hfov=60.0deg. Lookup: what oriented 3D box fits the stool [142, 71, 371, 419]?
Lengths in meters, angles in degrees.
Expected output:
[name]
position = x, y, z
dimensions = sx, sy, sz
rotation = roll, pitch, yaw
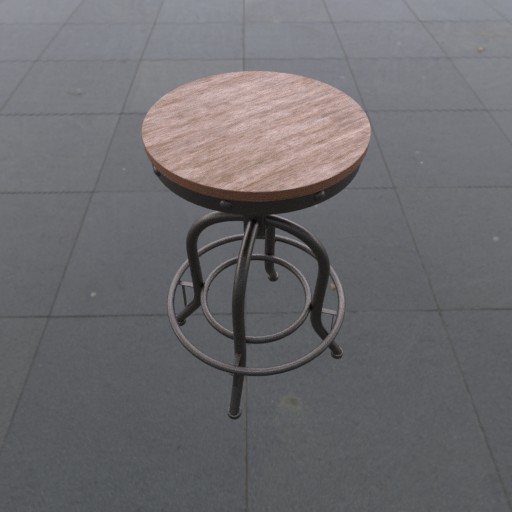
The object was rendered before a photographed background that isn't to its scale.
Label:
[stool]
position = 0.000, 0.000, 0.906
dimensions = 0.439, 0.609, 0.439
rotation = 10, 48, 9
